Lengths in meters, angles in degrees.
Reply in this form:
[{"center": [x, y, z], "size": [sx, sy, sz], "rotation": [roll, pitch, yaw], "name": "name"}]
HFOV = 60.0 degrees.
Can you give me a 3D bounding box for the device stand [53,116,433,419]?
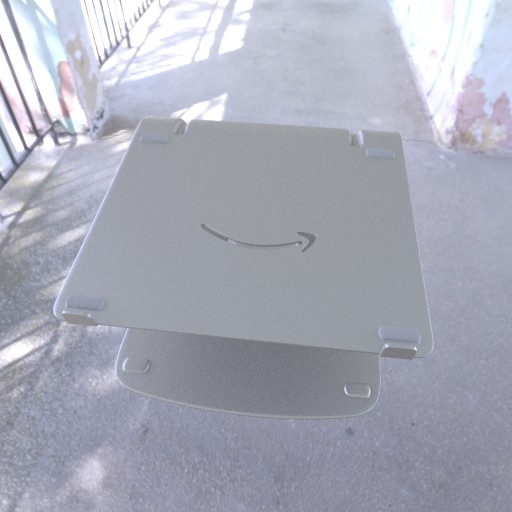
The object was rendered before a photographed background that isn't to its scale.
[{"center": [0.000, 0.000, 0.399], "size": [0.256, 0.155, 0.236], "rotation": [5, 47, 5], "name": "device stand"}]
